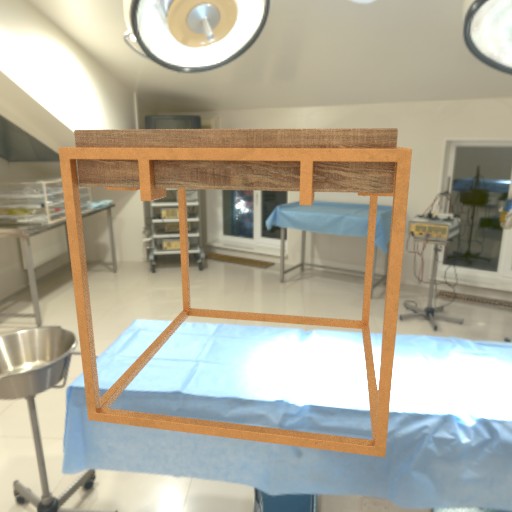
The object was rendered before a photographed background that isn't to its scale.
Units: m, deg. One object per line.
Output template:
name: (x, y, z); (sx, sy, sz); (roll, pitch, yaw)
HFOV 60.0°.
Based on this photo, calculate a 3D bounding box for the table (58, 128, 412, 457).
table: (0.000, 0.000, 1.082); (0.599, 0.584, 0.599); (3, 15, 10)
